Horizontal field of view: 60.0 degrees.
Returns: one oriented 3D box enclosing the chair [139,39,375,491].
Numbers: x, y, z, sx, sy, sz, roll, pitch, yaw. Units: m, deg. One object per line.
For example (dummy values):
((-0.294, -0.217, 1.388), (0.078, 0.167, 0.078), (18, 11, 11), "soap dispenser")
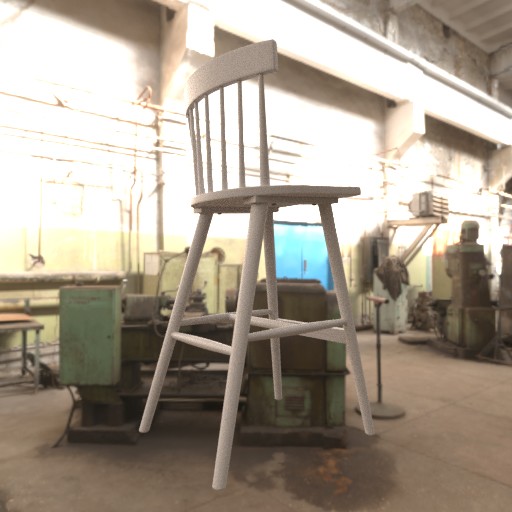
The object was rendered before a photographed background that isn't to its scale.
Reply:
((0.000, 0.000, 1.374), (0.572, 1.092, 0.483), (1, -1, -37), "chair")
